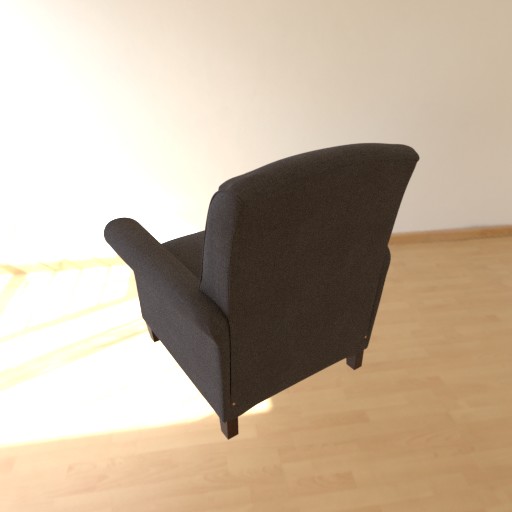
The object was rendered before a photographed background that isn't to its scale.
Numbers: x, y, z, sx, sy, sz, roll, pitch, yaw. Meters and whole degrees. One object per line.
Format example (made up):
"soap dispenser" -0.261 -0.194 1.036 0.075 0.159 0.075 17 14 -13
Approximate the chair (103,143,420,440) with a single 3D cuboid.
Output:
"chair" 0.000 0.000 1.835 0.978 1.061 0.905 -18 33 -30
